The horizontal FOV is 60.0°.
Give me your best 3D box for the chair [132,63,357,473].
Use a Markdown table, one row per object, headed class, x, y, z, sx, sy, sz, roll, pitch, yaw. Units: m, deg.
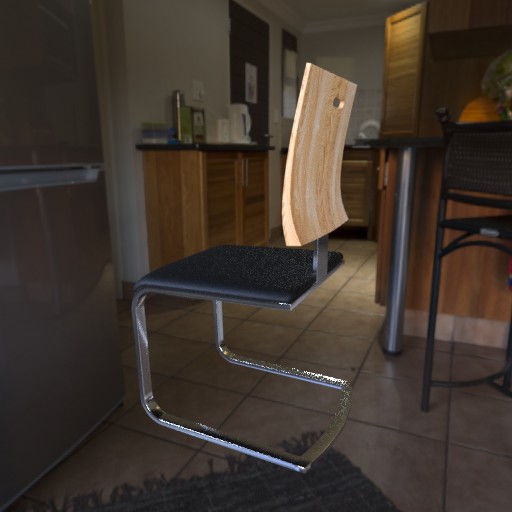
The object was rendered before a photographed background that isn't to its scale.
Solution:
| class | x | y | z | sx | sy | sz | roll | pitch | yaw |
| --- | --- | --- | --- | --- | --- | --- | --- | --- | --- |
| chair | 0.000 | 0.000 | 1.260 | 0.560 | 0.936 | 0.462 | 7 | 16 | 25 |
